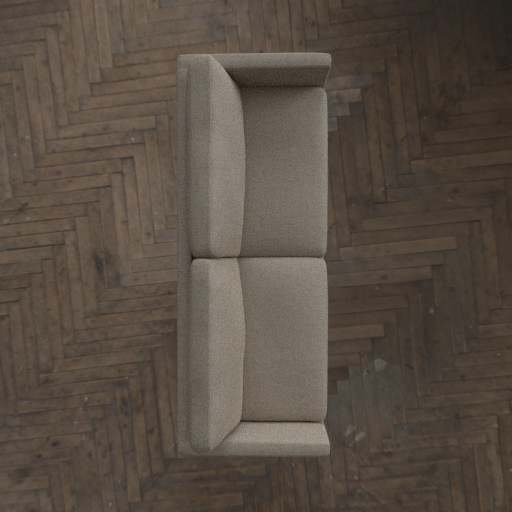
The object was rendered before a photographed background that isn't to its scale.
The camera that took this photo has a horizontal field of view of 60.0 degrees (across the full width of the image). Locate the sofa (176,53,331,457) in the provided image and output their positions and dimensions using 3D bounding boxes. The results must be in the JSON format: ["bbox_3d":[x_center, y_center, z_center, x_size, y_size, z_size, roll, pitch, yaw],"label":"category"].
[{"bbox_3d":[0.000,0.000,2.918,0.951,0.965,2.434,0,91,2],"label":"sofa"}]
